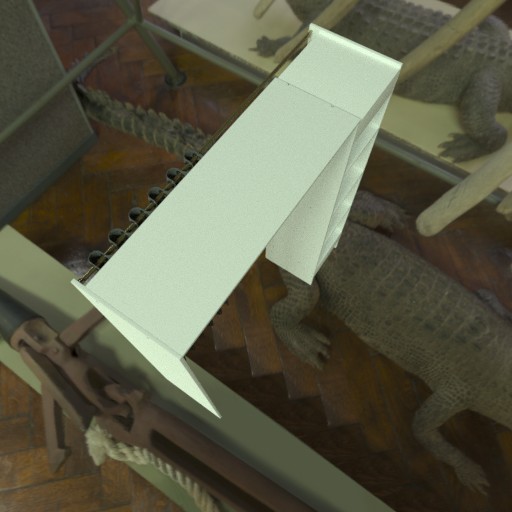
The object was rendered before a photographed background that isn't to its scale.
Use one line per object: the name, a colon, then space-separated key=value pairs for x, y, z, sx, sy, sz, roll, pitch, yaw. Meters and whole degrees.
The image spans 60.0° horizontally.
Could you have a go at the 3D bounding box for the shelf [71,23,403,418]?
shelf: x=0.000 y=0.000 z=2.568 sx=0.500 sy=1.810 sz=1.600 roll=32 pitch=68 yaw=14
